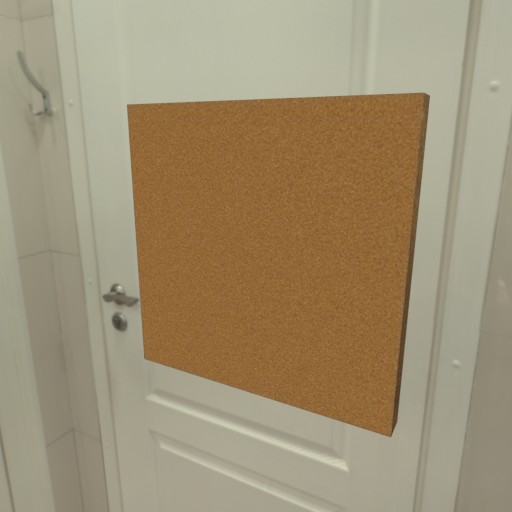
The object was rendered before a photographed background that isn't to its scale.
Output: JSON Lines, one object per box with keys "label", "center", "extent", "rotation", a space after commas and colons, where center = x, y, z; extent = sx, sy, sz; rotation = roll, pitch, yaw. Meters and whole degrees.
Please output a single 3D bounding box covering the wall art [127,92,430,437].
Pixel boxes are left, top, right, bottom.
{"label": "wall art", "center": [0.000, 0.000, 0.607], "extent": [0.406, 0.403, 0.039], "rotation": [8, 18, 28]}
